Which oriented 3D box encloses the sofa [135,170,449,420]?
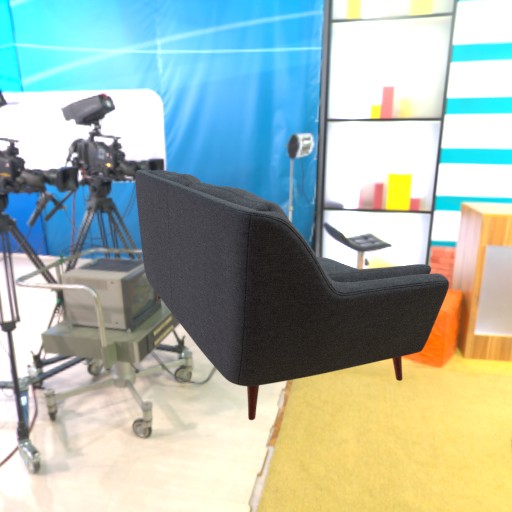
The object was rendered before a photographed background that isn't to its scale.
[{"bbox_3d":[0.000,0.000,2.491,0.975,0.896,1.929,-8,17,-25],"label":"sofa"}]
